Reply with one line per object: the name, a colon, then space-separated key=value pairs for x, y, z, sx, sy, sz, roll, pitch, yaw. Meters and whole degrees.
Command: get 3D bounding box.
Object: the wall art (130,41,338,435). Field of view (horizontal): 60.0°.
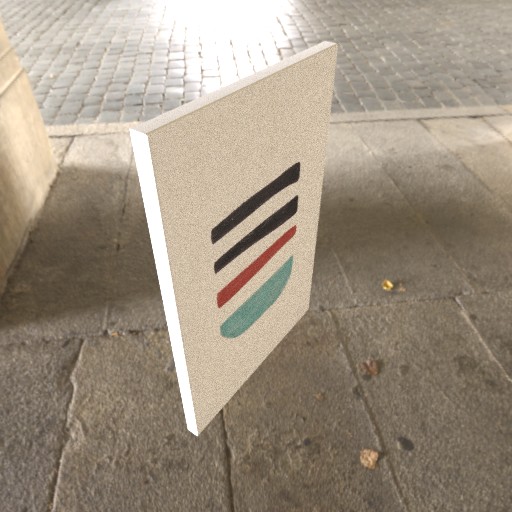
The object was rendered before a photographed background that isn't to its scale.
wall art: x=0.000 y=0.000 z=1.159 sx=0.038 sy=0.912 sz=0.607 roll=25 pitch=47 yaw=27
